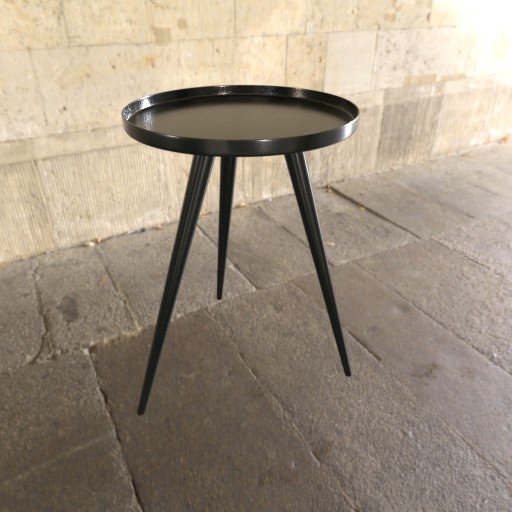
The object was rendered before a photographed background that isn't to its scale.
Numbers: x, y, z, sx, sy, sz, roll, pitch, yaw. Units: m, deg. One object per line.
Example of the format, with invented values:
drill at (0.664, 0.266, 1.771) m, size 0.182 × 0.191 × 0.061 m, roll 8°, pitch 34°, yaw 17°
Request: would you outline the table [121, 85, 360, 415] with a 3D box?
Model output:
table at (0.000, 0.000, 0.839) m, size 0.415 × 0.548 × 0.403 m, roll 8°, pitch 32°, yaw 14°
